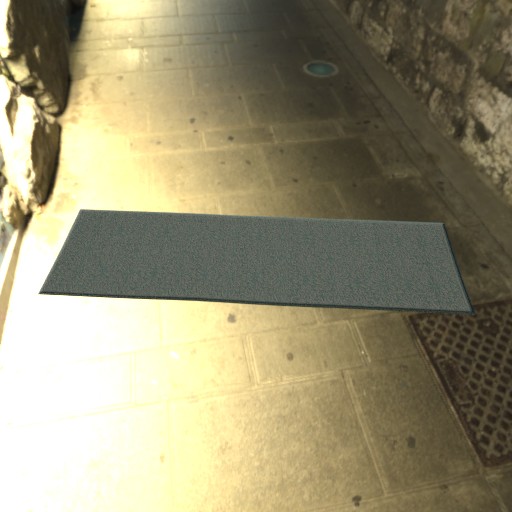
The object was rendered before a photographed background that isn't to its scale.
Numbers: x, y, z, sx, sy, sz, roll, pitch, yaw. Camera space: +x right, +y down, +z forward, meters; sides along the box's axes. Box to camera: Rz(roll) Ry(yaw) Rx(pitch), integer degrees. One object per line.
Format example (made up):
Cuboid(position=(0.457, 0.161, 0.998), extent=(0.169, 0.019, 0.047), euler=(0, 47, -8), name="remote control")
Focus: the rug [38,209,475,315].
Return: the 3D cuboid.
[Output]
Cuboid(position=(0.000, 0.000, 2.444), extent=(2.196, 0.011, 0.662), euler=(2, 47, 2), name="rug")
